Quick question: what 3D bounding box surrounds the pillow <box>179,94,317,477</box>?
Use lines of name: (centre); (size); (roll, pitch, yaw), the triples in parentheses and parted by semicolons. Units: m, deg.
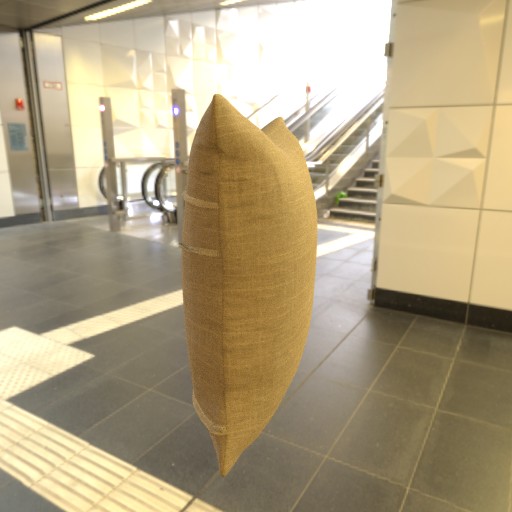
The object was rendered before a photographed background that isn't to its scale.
pillow: (0.000, 0.000, 0.633); (0.169, 0.400, 0.424); (3, 15, 11)
